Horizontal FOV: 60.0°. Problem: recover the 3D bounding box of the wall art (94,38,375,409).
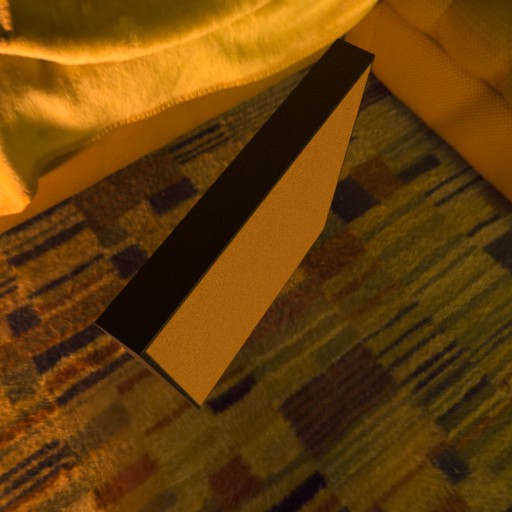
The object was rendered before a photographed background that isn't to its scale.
[{"bbox_3d":[0.000,0.000,0.460,0.037,0.303,0.304,32,69,14],"label":"wall art"}]
